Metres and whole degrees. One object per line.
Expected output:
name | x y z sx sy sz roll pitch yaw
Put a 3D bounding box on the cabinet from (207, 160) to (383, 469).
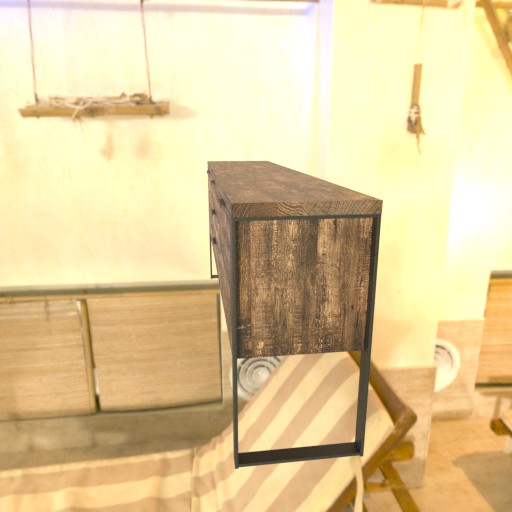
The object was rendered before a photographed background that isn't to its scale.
cabinet | 0.000 0.000 2.046 0.395 0.762 1.800 -2 15 -8
